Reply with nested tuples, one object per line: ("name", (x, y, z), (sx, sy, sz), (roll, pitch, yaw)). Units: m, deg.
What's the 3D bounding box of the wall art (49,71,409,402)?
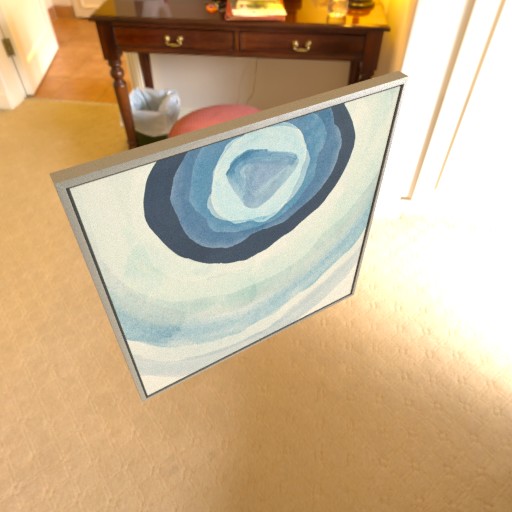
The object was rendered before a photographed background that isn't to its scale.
("wall art", (0.000, 0.000, 1.189), (0.809, 0.807, 0.038), (-23, 50, -21))
